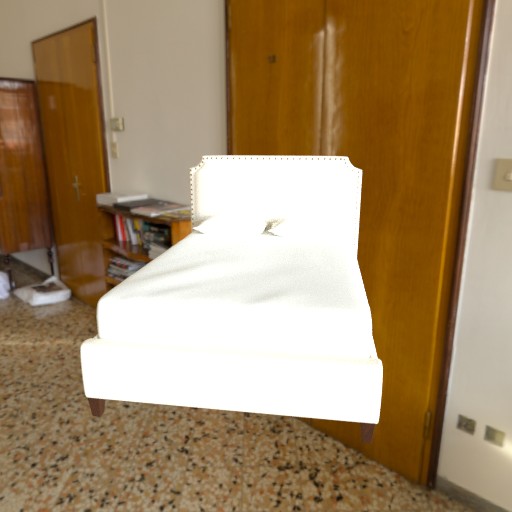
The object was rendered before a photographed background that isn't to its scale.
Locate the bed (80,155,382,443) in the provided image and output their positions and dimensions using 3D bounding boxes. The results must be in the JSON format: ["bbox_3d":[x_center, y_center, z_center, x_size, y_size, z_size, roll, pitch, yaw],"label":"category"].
[{"bbox_3d":[0.000,0.000,3.446,1.712,1.443,2.365,2,15,8],"label":"bed"}]
